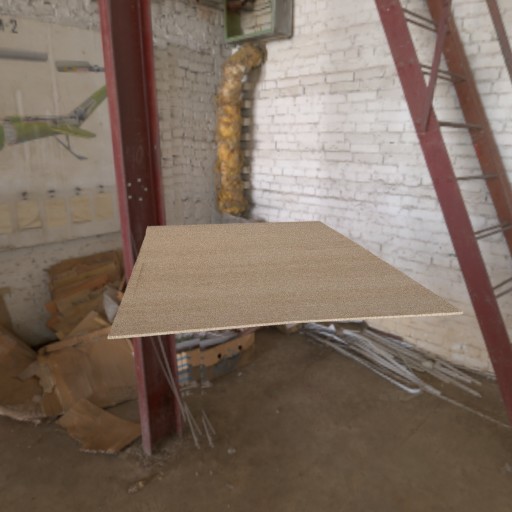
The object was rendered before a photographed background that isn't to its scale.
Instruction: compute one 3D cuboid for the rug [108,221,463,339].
[{"bbox_3d":[0.000,0.000,3.814,2.032,0.038,2.869,-2,16,-9],"label":"rug"}]
